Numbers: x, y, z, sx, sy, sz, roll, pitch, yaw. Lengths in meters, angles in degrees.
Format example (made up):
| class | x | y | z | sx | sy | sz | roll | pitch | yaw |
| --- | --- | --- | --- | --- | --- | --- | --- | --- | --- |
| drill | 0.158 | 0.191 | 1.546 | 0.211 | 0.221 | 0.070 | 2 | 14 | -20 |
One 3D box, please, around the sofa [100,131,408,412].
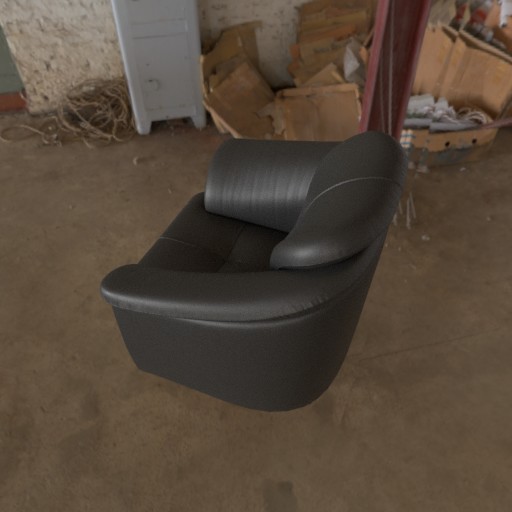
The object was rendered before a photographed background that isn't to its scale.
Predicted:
| class | x | y | z | sx | sy | sz | roll | pitch | yaw |
| --- | --- | --- | --- | --- | --- | --- | --- | --- | --- |
| sofa | 0.000 | 0.000 | 1.486 | 0.794 | 0.811 | 0.870 | 16 | 47 | 15 |
